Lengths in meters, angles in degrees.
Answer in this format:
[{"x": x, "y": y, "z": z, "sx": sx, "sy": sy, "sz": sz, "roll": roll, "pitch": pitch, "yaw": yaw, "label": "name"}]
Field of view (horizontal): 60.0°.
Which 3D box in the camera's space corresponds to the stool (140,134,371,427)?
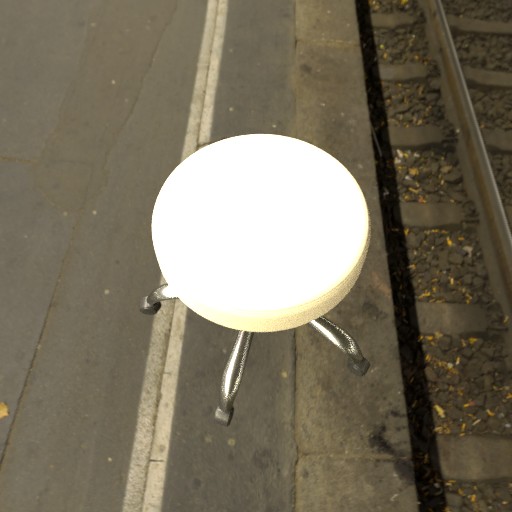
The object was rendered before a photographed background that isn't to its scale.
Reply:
[{"x": 0.000, "y": 0.000, "z": 1.054, "sx": 0.634, "sy": 0.482, "sz": 0.614, "roll": -17, "pitch": 61, "yaw": -10, "label": "stool"}]
